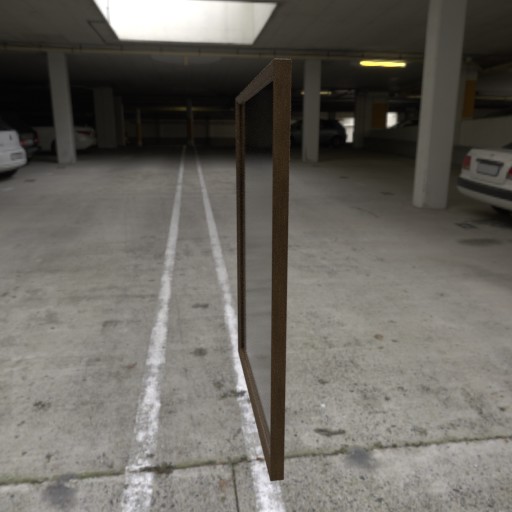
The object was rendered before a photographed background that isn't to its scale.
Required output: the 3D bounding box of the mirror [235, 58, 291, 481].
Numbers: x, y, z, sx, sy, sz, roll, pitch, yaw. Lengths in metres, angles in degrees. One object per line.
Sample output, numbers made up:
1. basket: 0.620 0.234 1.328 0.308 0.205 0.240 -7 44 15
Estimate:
1. mirror: 0.000 0.000 1.395 0.041 1.016 0.762 -2 14 -8
